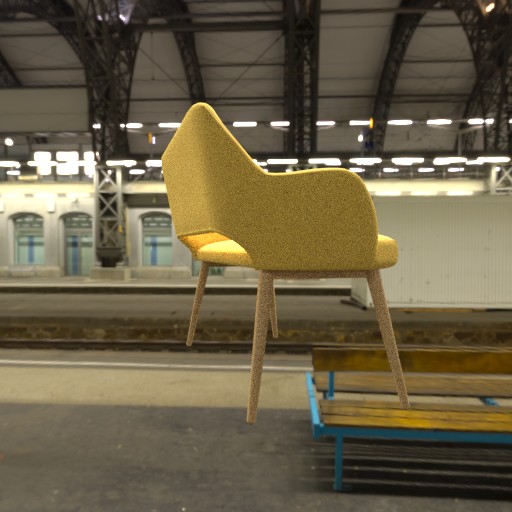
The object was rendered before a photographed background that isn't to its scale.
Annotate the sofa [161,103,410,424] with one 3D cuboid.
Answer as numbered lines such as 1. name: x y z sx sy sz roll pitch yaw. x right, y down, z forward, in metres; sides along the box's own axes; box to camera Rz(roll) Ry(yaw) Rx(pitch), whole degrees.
1. sofa: 0.000 0.000 1.627 0.610 0.840 1.150 0 1 -18
